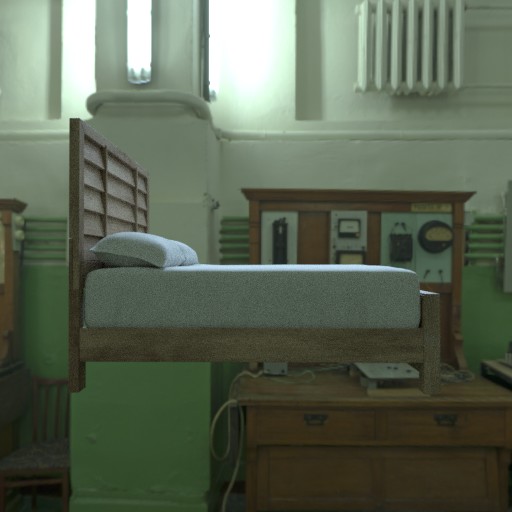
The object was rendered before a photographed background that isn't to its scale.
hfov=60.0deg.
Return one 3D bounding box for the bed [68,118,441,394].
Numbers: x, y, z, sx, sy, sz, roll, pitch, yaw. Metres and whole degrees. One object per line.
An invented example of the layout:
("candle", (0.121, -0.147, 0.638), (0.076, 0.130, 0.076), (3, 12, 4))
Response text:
("bed", (0.000, 0.000, 3.415), (2.197, 1.626, 1.626), (0, -1, 1))
